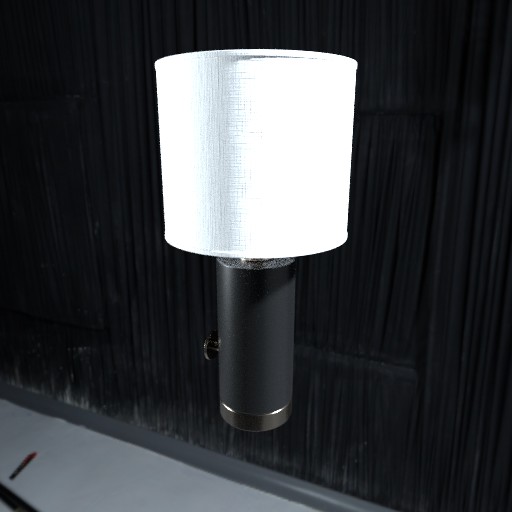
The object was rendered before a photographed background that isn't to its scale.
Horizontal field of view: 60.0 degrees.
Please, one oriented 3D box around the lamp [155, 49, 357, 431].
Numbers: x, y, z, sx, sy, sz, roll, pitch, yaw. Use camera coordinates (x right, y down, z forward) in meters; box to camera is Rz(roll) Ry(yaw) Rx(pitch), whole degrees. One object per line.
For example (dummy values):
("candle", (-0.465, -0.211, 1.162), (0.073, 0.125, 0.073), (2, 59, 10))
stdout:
("lamp", (0.000, 0.000, 0.607), (0.240, 0.482, 0.241), (7, 18, 24))
